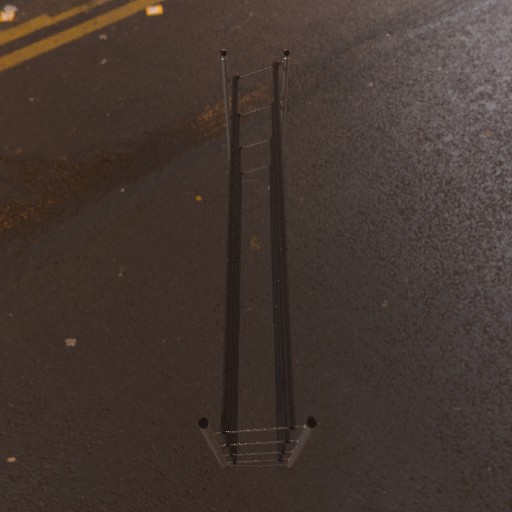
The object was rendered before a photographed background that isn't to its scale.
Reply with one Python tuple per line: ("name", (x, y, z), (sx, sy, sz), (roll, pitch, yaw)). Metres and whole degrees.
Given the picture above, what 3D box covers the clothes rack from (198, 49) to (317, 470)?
("clothes rack", (0.000, 0.000, 1.416), (0.229, 0.672, 1.168), (0, 58, 0))
